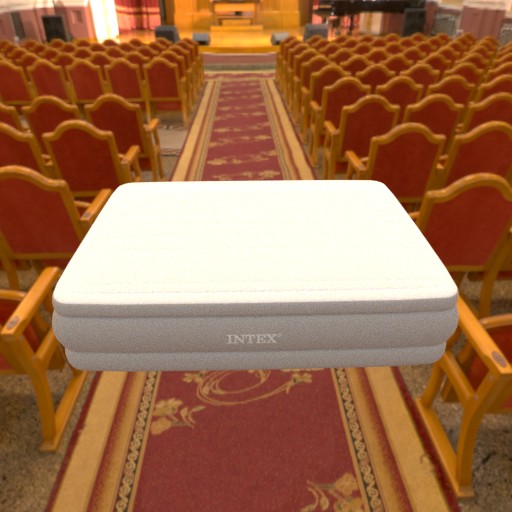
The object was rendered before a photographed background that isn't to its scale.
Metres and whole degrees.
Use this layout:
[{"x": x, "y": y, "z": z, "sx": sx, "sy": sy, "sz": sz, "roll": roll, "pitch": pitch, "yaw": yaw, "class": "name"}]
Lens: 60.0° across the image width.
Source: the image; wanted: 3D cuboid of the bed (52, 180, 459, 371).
[{"x": 0.000, "y": 0.000, "z": 2.731, "sx": 2.036, "sy": 0.460, "sz": 1.520, "roll": -1, "pitch": 32, "yaw": -1, "class": "bed"}]
